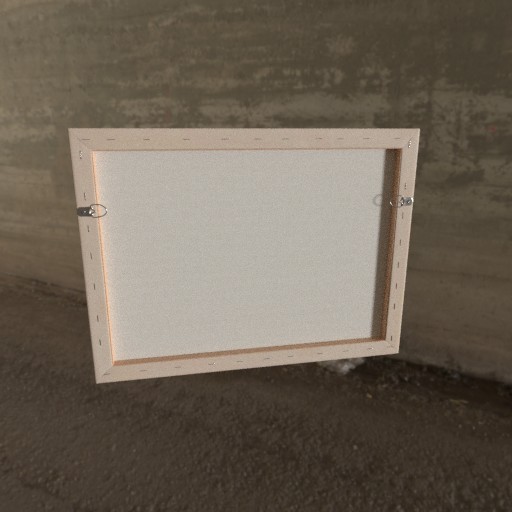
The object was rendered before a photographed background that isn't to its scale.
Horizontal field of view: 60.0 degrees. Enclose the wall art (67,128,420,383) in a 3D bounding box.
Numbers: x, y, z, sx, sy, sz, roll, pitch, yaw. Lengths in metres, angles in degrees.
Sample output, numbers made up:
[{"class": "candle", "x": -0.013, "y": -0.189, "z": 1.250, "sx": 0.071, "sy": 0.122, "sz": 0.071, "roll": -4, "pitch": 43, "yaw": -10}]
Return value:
[{"class": "wall art", "x": 0.000, "y": 0.000, "z": 1.650, "sx": 1.219, "sy": 0.912, "sz": 0.042, "roll": -3, "pitch": 16, "yaw": -11}]
